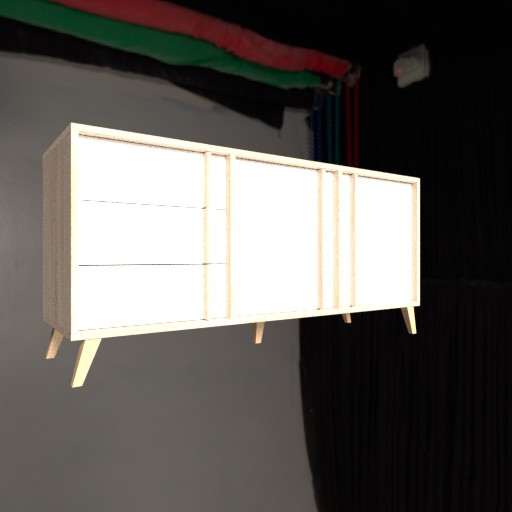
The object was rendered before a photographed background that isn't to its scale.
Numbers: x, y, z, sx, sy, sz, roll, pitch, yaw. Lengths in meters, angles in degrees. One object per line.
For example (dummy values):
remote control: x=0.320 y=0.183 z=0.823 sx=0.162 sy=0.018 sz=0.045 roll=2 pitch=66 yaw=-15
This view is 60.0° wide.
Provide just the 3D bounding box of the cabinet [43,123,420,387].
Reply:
cabinet: x=0.000 y=0.000 z=1.967 sx=1.649 sy=0.780 sz=0.500 roll=0 pitch=0 yaw=-34
